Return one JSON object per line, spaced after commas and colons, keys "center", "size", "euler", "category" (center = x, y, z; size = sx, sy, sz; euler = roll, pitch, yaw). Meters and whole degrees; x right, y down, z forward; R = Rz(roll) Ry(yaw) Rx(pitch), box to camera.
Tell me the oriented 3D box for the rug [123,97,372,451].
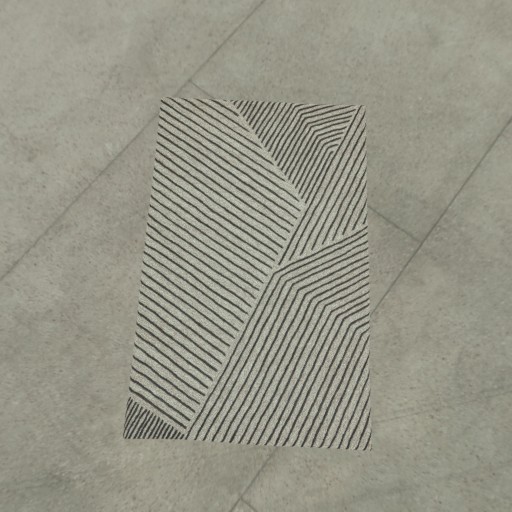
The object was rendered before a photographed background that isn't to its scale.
{"center": [0.000, 0.000, 3.027], "size": [1.539, 0.023, 2.406], "euler": [2, 75, 1], "category": "rug"}
